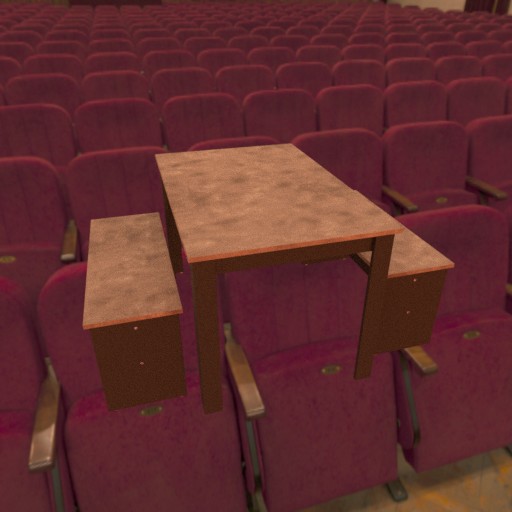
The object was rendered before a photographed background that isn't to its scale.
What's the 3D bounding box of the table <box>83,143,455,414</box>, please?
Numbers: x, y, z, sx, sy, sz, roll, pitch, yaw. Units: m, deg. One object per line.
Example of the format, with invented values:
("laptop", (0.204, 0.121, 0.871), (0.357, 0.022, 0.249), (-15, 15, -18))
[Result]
("table", (0.000, 0.000, 2.040), (1.443, 0.700, 1.100), (-8, 30, -14))
